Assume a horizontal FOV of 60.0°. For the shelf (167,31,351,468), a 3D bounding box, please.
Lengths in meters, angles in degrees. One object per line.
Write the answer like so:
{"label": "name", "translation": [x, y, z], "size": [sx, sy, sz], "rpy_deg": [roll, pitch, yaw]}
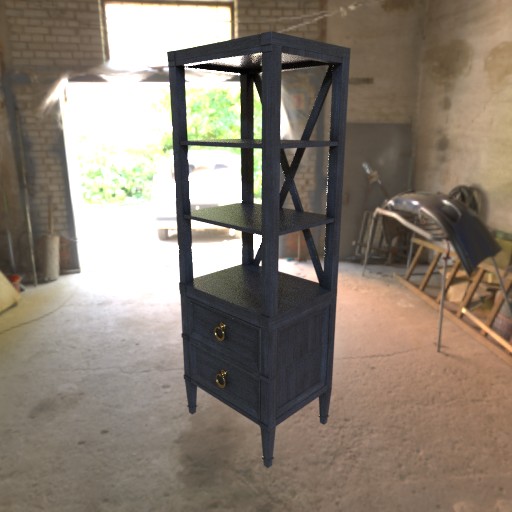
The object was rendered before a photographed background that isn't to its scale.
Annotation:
{"label": "shelf", "translation": [0.000, 0.000, 2.025], "size": [0.584, 1.727, 0.472], "rpy_deg": [15, 22, 42]}
